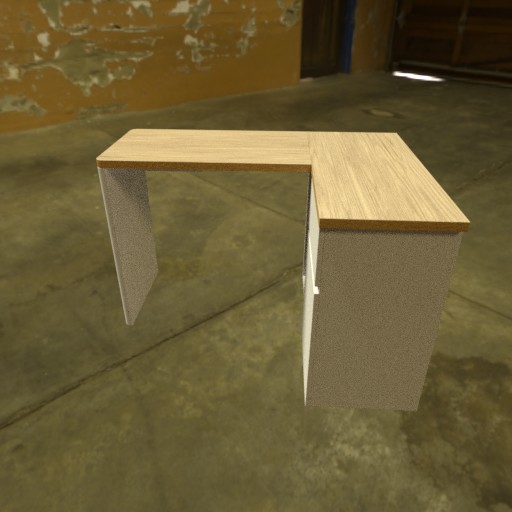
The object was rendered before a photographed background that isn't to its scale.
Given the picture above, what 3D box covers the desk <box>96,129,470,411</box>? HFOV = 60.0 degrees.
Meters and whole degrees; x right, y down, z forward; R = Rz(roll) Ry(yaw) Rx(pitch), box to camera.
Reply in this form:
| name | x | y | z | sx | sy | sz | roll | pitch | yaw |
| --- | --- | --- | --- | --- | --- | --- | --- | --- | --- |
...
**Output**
| name | x | y | z | sx | sy | sz | roll | pitch | yaw |
| --- | --- | --- | --- | --- | --- | --- | --- | --- | --- |
| desk | 0.000 | 0.000 | 1.758 | 1.170 | 0.760 | 0.900 | 2 | 30 | 3 |
